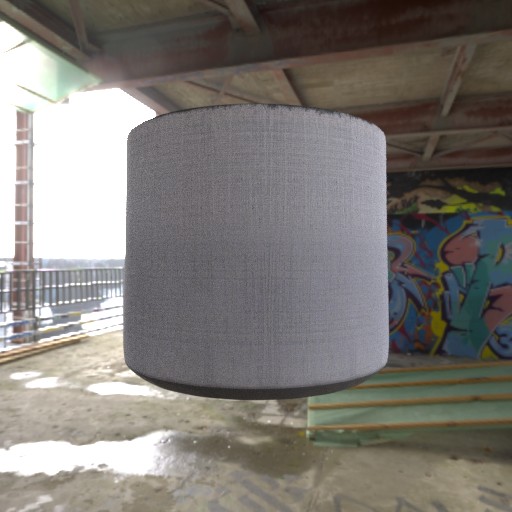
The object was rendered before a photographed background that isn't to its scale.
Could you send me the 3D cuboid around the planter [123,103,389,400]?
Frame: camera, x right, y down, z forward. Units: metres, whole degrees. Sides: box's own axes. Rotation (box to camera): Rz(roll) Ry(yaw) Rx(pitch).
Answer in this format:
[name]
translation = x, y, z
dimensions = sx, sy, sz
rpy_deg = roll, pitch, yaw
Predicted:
[planter]
translation = 0.000, 0.000, 0.442
dimensions = 0.254, 0.221, 0.254
rpy_deg = 0, 0, 0
